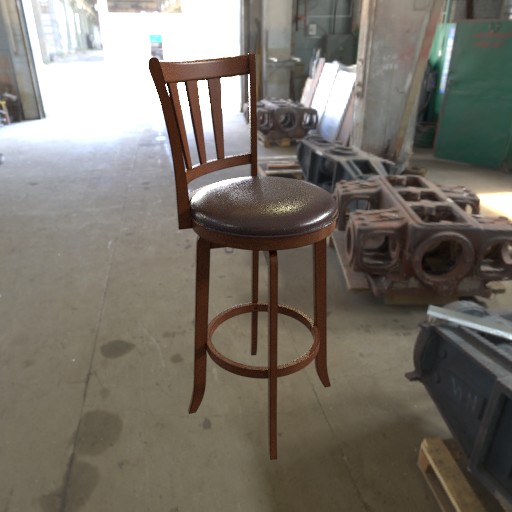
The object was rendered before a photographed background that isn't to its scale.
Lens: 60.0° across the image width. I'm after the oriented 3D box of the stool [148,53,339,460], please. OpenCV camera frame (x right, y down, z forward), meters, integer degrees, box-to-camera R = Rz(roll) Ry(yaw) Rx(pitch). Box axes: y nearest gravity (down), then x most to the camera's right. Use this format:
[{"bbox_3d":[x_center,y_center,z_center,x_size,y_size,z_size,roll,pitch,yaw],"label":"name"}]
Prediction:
[{"bbox_3d":[0.000,0.000,1.429,0.503,1.177,0.464,16,30,30],"label":"stool"}]
